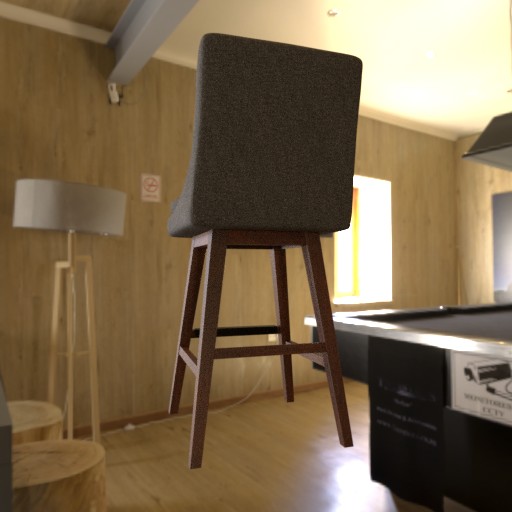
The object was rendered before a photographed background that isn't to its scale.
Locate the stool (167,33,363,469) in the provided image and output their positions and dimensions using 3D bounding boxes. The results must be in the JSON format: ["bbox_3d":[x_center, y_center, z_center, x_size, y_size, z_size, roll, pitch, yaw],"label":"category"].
[{"bbox_3d":[0.000,0.000,1.362,0.489,1.068,0.572,0,-1,-18],"label":"stool"}]
